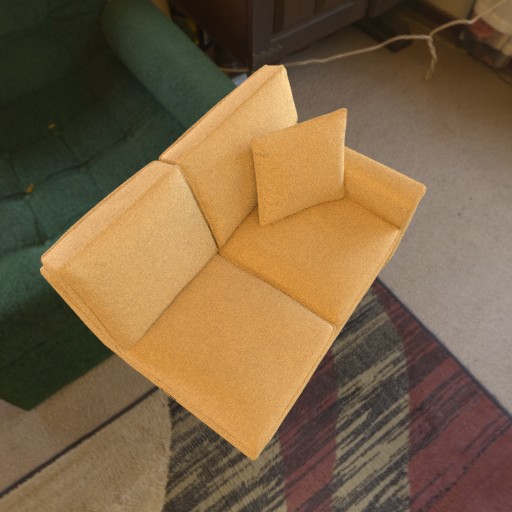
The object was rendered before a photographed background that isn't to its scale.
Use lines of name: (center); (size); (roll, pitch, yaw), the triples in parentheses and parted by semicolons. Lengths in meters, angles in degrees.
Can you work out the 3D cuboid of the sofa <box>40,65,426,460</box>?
sofa: (0.000, 0.000, 2.020); (0.991, 0.989, 1.388); (32, 64, 17)
